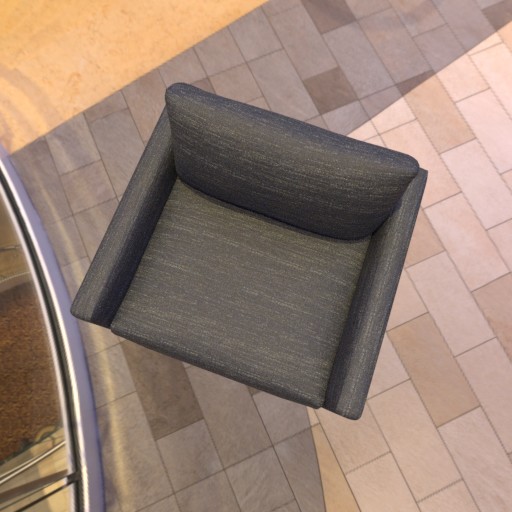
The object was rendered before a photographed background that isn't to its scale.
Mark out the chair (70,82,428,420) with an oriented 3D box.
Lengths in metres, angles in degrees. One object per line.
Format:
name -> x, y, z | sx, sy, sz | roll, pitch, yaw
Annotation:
chair -> 0.000, 0.000, 1.601 | 0.963, 0.861, 0.866 | 19, 75, 5
